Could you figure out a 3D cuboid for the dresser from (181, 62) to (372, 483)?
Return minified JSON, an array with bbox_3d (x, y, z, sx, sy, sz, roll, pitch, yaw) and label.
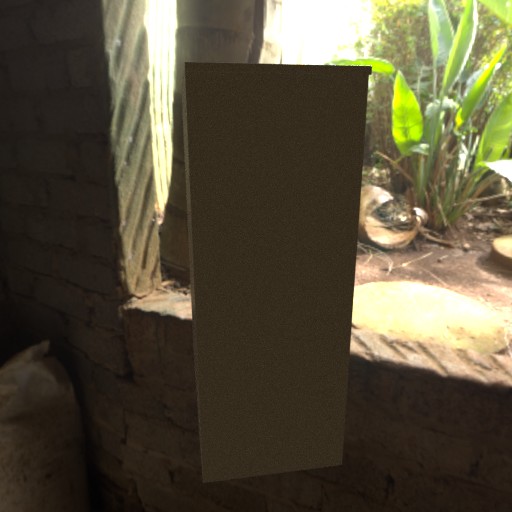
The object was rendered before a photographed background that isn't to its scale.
[{"bbox_3d":[0.000,0.000,1.374,0.401,1.021,0.704,-3,17,-9],"label":"dresser"}]
